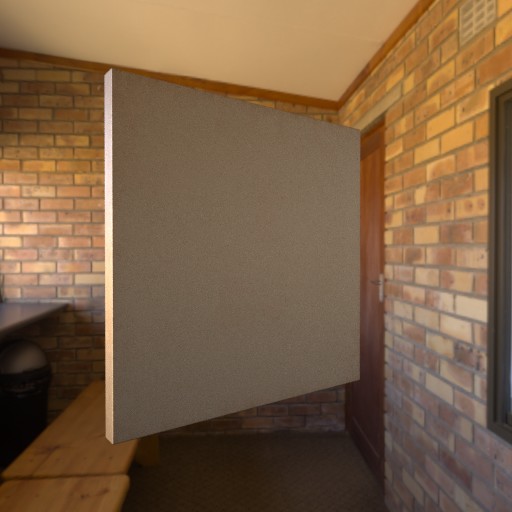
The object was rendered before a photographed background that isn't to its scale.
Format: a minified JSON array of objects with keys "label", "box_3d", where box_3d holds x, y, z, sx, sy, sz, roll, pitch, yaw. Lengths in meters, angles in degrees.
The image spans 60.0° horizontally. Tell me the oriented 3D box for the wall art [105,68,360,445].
[{"label":"wall art","box_3d":[0.000,0.000,0.756,0.503,0.506,0.030,0,1,-37]}]
